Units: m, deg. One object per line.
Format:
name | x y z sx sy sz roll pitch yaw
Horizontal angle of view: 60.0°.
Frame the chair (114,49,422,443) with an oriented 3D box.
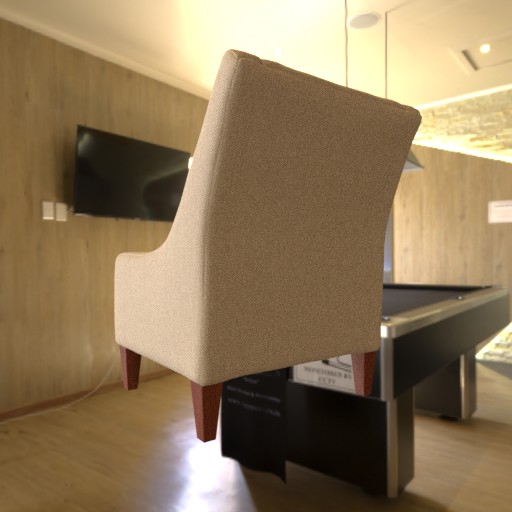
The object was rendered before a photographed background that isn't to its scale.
chair | 0.000 0.000 1.602 0.774 1.014 0.870 0 1 -37
